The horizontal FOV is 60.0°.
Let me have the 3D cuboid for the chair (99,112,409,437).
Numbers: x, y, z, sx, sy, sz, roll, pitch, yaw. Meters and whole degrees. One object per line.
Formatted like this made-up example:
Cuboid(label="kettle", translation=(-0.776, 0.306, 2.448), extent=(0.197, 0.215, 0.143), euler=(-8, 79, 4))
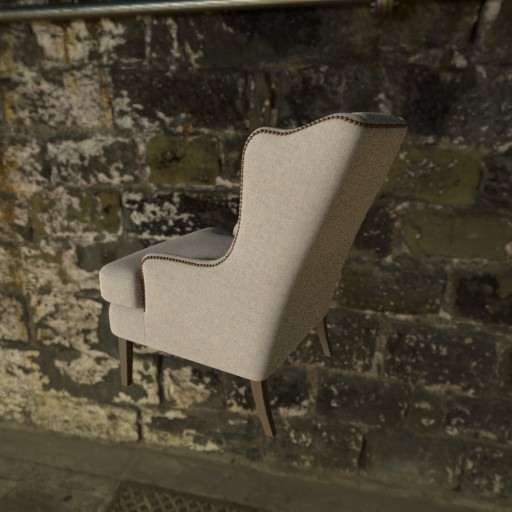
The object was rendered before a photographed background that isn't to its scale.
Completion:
Cuboid(label="chair", translation=(0.000, 0.000, 1.688), extent=(0.940, 1.029, 0.737), euler=(8, 18, 26))
